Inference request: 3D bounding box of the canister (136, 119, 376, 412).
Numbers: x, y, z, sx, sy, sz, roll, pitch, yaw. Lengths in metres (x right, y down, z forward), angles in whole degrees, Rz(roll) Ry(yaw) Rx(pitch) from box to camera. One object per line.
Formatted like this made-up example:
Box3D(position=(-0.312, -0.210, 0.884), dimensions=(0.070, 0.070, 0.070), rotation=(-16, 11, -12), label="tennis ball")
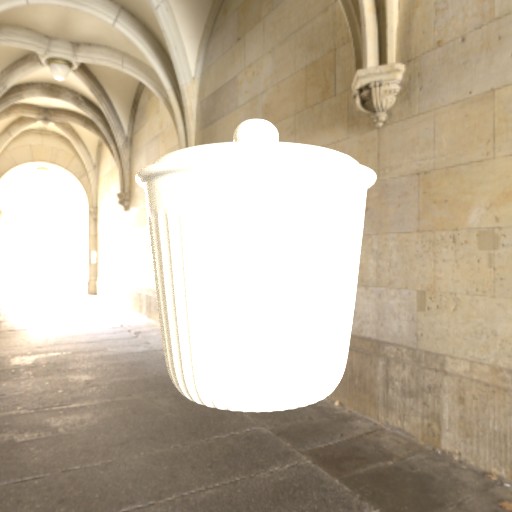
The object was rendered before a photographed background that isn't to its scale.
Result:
Box3D(position=(0.000, 0.000, 0.345), dimensions=(0.181, 0.211, 0.181), rotation=(0, 0, 0), label="canister")
